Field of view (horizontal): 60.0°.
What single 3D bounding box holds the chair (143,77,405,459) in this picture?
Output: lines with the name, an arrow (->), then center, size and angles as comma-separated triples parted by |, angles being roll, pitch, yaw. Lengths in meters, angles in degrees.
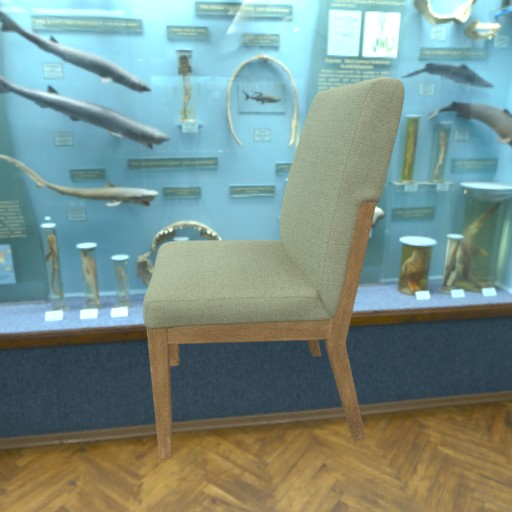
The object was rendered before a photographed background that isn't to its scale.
chair -> 0.000, 0.000, 1.245 | 0.586, 0.911, 0.507 | -2, 17, -7
